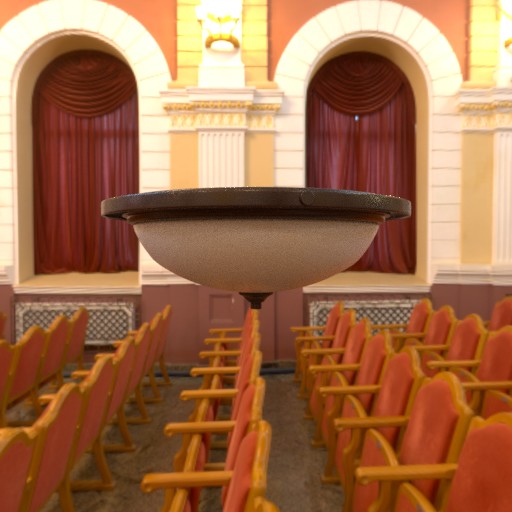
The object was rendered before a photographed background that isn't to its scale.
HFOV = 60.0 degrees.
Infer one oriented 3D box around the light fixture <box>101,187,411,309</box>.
[{"bbox_3d":[0.000,0.000,0.548,0.361,0.130,0.361,0,2,0],"label":"light fixture"}]
